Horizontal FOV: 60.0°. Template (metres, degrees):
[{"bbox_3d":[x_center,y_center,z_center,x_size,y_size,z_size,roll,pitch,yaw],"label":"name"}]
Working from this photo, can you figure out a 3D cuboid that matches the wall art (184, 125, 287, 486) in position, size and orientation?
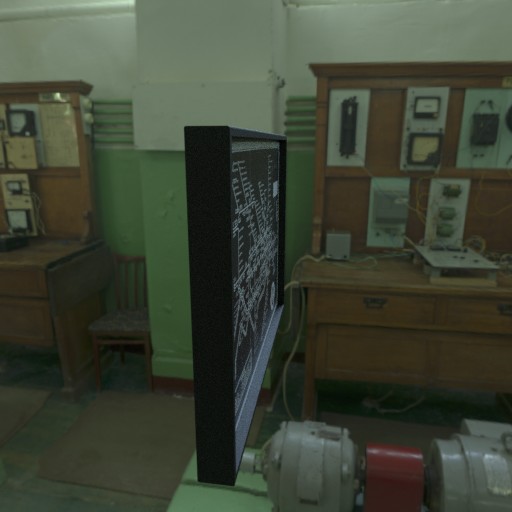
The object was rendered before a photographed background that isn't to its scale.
[{"bbox_3d":[0.000,0.000,0.852,0.051,0.456,0.671,2,14,9],"label":"wall art"}]
